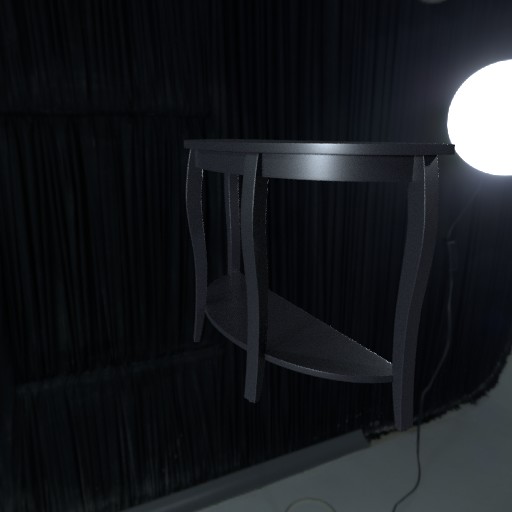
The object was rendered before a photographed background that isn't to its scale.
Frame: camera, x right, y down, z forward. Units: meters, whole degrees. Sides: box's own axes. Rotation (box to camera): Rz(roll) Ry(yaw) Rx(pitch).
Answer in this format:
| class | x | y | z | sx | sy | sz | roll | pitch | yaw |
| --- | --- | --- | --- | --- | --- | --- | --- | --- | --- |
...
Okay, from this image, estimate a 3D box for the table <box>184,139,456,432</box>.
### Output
| class | x | y | z | sx | sy | sz | roll | pitch | yaw |
| --- | --- | --- | --- | --- | --- | --- | --- | --- | --- |
| table | 0.000 | 0.000 | 1.553 | 0.394 | 0.780 | 1.219 | -8 | 17 | -27 |
